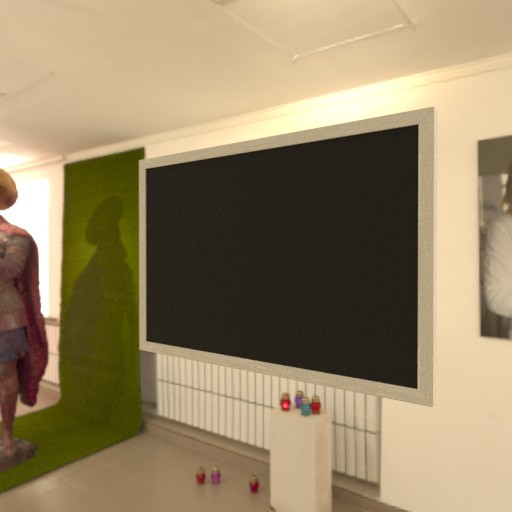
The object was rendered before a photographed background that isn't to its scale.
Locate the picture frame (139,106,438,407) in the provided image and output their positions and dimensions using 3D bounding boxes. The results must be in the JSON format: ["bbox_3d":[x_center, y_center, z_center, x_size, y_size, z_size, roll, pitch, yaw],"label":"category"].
[{"bbox_3d":[0.000,0.000,1.232,0.950,0.640,0.029,0,1,36],"label":"picture frame"}]
